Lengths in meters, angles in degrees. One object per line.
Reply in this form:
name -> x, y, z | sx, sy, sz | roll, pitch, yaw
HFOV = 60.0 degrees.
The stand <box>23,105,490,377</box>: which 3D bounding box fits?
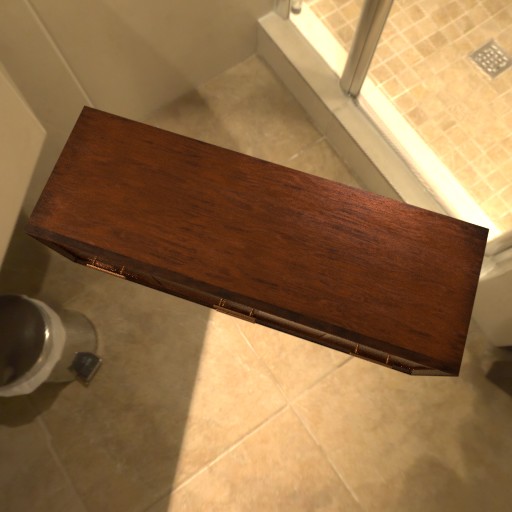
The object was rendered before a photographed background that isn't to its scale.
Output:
stand -> 0.000, 0.000, 1.670 | 1.372, 0.610, 0.481 | 18, 76, 5
